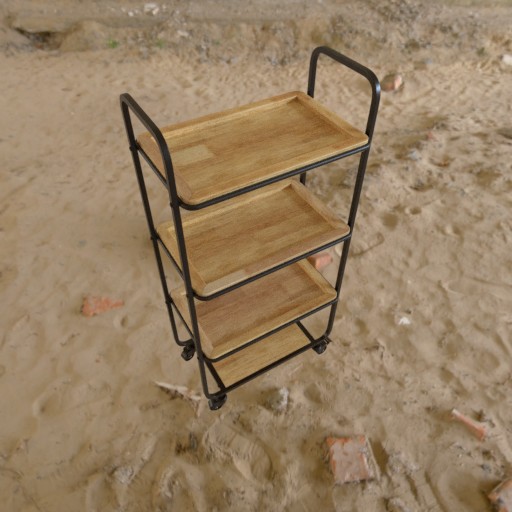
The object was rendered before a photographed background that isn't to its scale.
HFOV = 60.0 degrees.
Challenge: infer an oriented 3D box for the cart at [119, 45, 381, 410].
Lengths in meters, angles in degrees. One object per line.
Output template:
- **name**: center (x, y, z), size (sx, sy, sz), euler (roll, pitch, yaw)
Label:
- **cart**: center (0.000, 0.000, 1.343), size (0.545, 1.080, 0.321), euler (-23, 50, -21)
